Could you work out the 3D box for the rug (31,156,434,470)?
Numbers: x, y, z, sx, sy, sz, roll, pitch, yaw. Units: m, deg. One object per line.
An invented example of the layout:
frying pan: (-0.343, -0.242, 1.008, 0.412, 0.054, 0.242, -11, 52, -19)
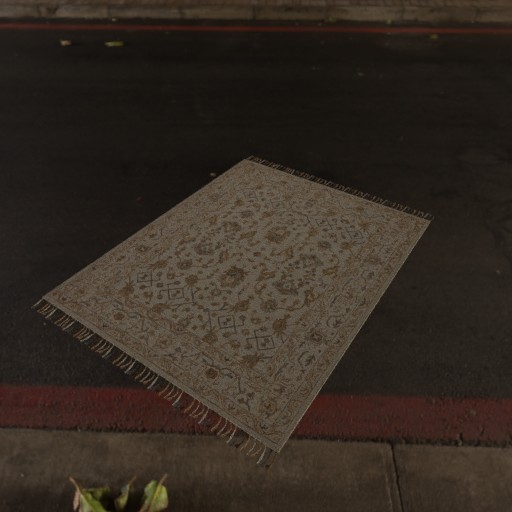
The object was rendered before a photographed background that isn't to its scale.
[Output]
rug: (0.000, 0.000, 2.245, 1.278, 0.009, 1.726, 24, 46, 26)
